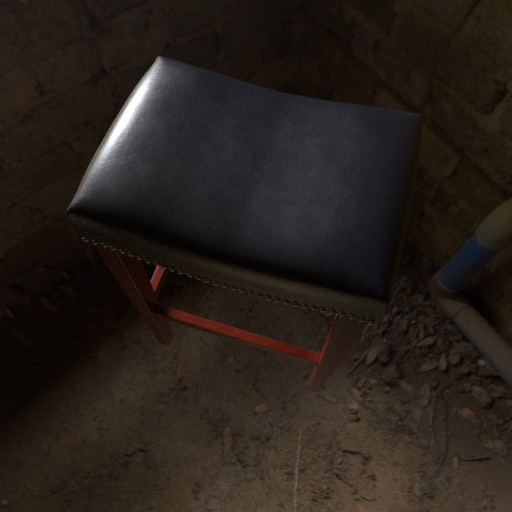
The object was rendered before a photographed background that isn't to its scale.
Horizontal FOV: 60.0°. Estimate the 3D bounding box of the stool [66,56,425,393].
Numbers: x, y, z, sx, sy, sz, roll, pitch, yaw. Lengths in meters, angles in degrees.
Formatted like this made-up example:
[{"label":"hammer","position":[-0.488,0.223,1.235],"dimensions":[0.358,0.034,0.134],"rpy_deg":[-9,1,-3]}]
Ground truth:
[{"label":"stool","position":[0.000,0.000,1.014],"dimensions":[0.504,0.742,0.372],"rpy_deg":[16,65,8]}]
